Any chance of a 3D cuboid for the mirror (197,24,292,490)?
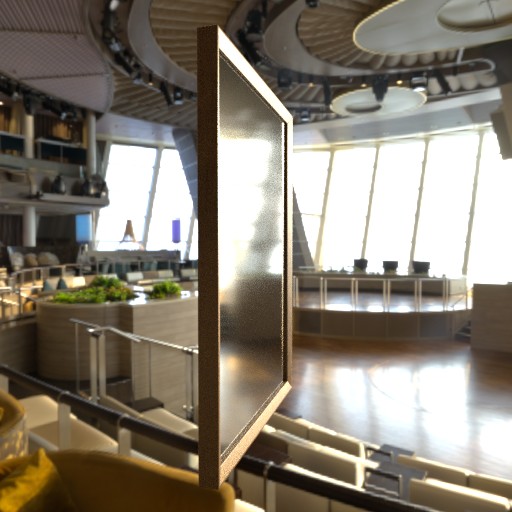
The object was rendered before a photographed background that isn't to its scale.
[{"bbox_3d":[0.000,0.000,0.923,0.039,0.711,0.508,1,2,17],"label":"mirror"}]
